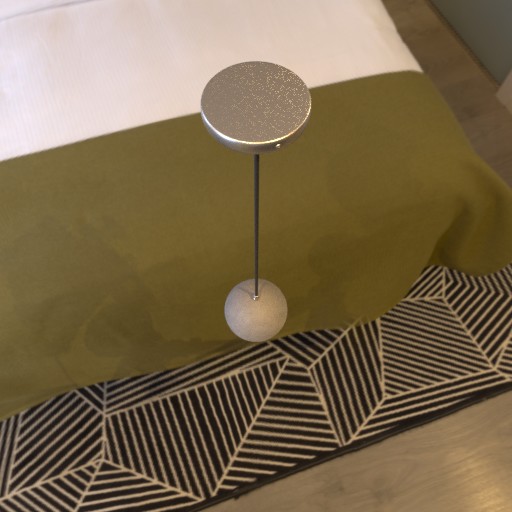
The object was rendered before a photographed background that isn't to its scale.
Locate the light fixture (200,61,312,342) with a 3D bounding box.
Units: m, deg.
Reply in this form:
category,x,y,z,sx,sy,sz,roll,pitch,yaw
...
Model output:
category,x,y,z,sx,sy,sz,roll,pitch,yaw
light fixture,0.000,0.000,0.813,0.153,0.760,0.153,37,70,16
